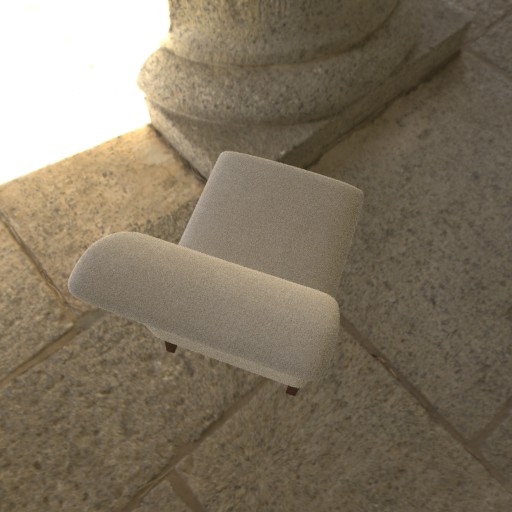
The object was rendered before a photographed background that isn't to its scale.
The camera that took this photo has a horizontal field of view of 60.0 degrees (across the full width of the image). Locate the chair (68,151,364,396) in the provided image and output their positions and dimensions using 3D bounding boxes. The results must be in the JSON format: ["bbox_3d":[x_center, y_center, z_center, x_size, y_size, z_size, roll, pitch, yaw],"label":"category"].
[{"bbox_3d":[0.000,0.000,1.312,0.521,0.833,0.754,18,65,8],"label":"chair"}]
